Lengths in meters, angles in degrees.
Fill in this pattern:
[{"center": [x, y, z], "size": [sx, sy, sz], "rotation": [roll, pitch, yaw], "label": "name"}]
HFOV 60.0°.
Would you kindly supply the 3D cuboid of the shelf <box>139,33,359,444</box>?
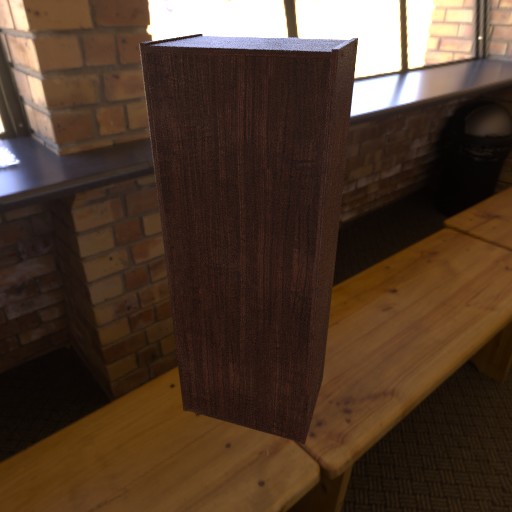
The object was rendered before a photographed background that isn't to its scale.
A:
[{"center": [0.000, 0.000, 1.251], "size": [0.415, 1.099, 0.290], "rotation": [10, 32, 16], "label": "shelf"}]
